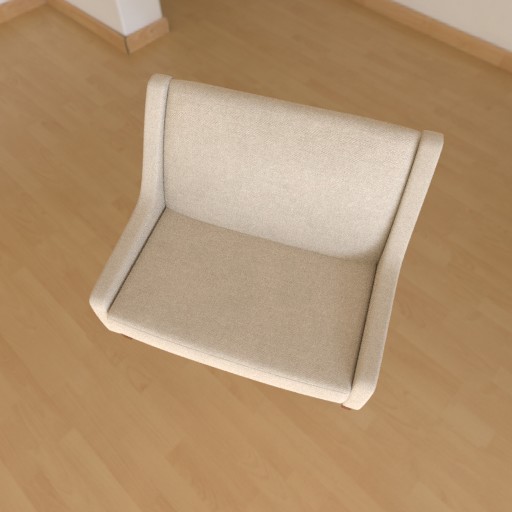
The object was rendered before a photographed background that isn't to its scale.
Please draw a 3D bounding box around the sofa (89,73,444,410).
[{"bbox_3d":[0.000,0.000,1.936,1.212,0.976,0.946,15,59,10],"label":"sofa"}]
